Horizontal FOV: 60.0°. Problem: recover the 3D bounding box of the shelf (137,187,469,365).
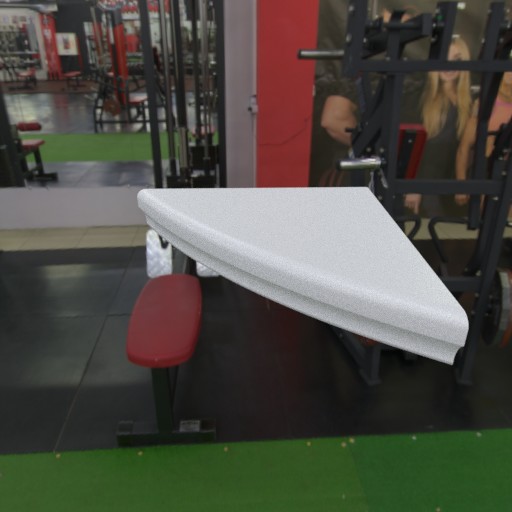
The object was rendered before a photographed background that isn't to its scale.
[{"bbox_3d":[0.000,0.000,0.466,0.310,0.050,0.310,-1,26,-1],"label":"shelf"}]
